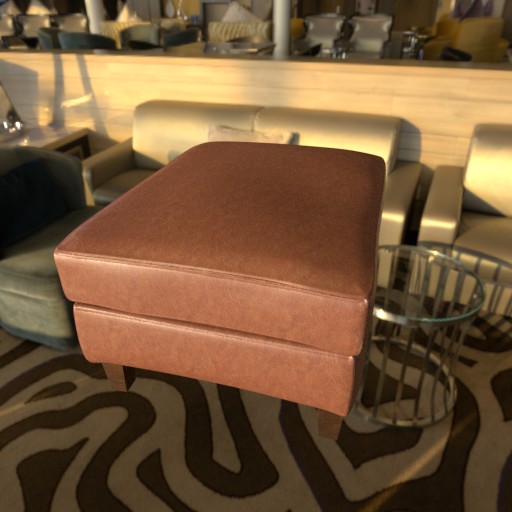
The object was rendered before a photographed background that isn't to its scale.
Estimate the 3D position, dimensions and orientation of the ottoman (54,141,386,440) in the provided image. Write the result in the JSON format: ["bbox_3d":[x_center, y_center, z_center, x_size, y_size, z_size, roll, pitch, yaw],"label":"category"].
[{"bbox_3d":[0.000,0.000,1.248,0.650,0.485,0.851,8,31,14],"label":"ottoman"}]
